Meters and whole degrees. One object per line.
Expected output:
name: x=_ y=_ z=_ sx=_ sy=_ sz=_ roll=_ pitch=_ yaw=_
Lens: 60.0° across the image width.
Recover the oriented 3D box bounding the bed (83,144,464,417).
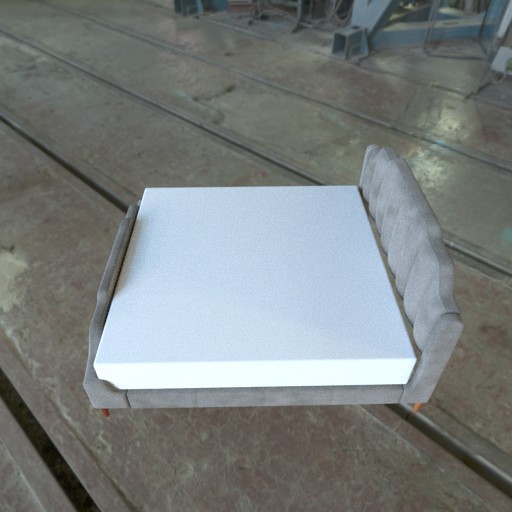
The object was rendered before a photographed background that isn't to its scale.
bed: x=0.000 y=0.000 z=3.507 sx=2.340 sy=1.245 sz=2.074 roll=-1 pitch=42 yaw=-1
